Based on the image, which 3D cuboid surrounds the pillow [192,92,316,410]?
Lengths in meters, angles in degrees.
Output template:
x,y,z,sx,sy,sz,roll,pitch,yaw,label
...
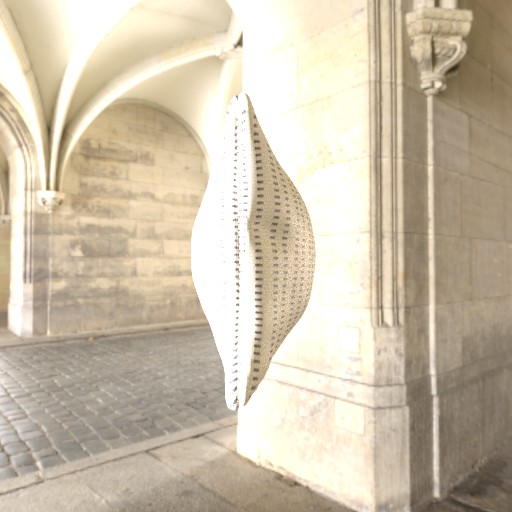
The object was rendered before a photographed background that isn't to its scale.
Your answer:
x,y,z,sx,sy,sz,roll,pitch,yaw,label
0.000,0.000,0.803,0.210,0.353,0.640,0,-1,2,pillow
